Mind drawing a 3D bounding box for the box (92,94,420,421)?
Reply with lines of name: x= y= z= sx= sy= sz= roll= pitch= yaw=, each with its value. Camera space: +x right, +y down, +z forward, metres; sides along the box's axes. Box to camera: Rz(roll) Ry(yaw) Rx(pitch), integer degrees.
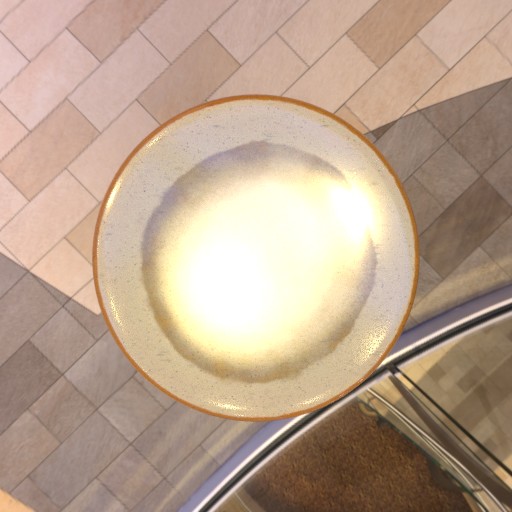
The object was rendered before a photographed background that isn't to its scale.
box: x=0.000 y=0.000 z=0.211 sx=0.123 sy=0.100 sz=0.123 roll=0 pitch=92 yaw=0
